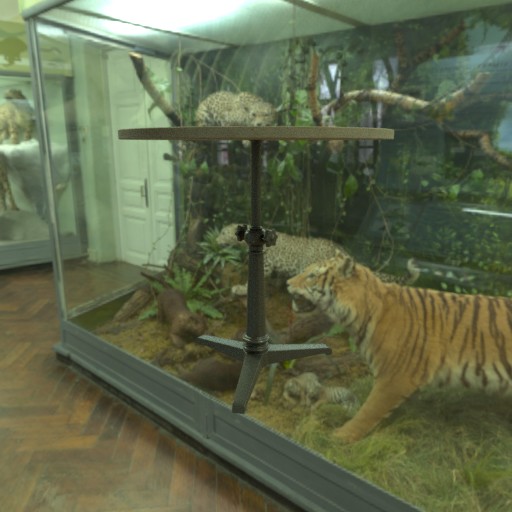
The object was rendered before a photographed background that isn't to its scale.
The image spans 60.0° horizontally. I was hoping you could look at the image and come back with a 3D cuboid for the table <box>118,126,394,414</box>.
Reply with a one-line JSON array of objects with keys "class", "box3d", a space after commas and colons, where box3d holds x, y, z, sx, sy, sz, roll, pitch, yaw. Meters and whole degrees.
[{"class": "table", "box3d": [0.000, 0.000, 1.437, 0.800, 0.780, 0.800, 0, 14, 0]}]
